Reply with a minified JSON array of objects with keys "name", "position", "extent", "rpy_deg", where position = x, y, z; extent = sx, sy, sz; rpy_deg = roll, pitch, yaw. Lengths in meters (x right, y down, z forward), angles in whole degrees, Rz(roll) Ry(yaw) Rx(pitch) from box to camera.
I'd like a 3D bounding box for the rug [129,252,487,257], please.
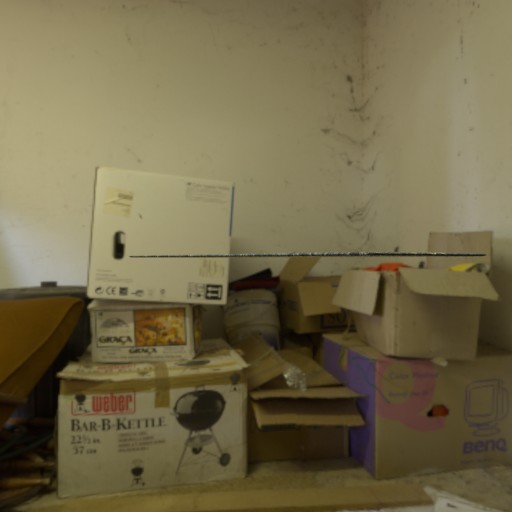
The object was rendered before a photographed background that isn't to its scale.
[{"name":"rug","position":[0.000,0.000,2.557],"extent":[0.719,0.013,2.306],"rpy_deg":[0,0,-35]}]
